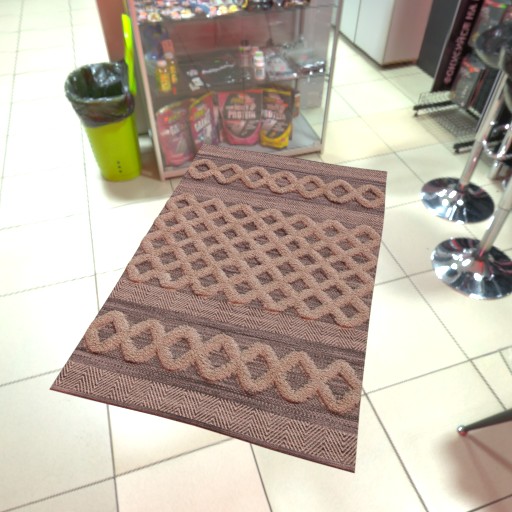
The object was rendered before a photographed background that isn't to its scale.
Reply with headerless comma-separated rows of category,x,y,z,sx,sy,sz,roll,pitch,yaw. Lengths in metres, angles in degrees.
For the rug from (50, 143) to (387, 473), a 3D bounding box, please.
rug,0.000,0.000,2.257,1.222,0.030,1.823,11,48,10
